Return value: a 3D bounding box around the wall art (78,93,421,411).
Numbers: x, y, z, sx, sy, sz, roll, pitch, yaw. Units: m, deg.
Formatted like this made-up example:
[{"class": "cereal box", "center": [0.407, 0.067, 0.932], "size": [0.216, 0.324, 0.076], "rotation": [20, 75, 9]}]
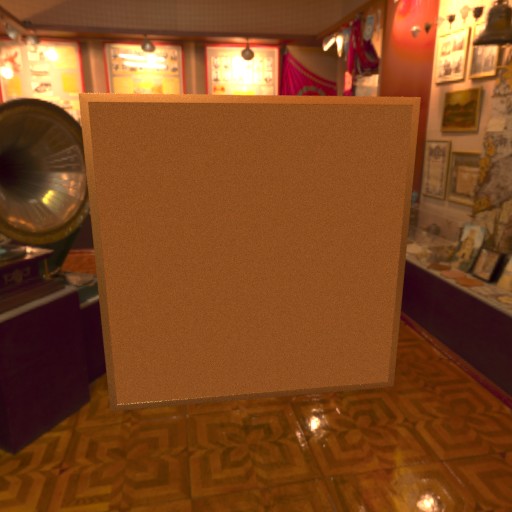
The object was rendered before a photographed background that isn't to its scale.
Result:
[{"class": "wall art", "center": [0.000, 0.000, 0.449], "size": [0.304, 0.304, 0.038], "rotation": [-2, 16, -8]}]
